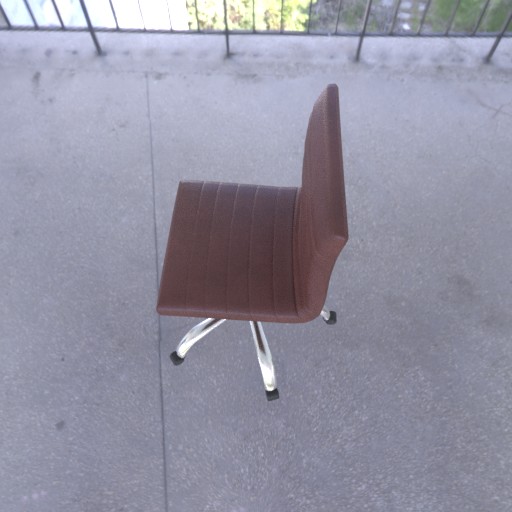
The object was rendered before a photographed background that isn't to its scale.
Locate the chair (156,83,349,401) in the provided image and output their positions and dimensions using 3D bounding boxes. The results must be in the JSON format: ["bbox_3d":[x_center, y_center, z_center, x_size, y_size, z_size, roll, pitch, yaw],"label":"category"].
[{"bbox_3d":[0.000,0.000,1.146,0.530,0.780,0.556,2,59,2],"label":"chair"}]
